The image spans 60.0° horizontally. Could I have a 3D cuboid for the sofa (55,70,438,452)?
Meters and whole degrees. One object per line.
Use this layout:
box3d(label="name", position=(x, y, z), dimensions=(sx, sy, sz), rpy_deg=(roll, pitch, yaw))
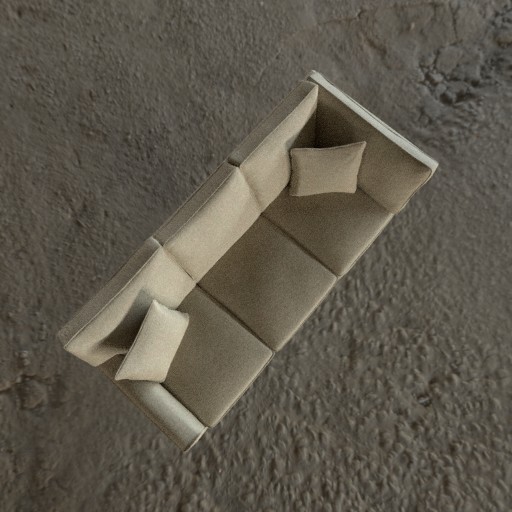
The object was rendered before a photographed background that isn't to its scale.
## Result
box3d(label="sofa", position=(0.000, 0.000, 2.920), dimensions=(1.061, 0.962, 2.317), rpy_deg=(40, 80, 9))
